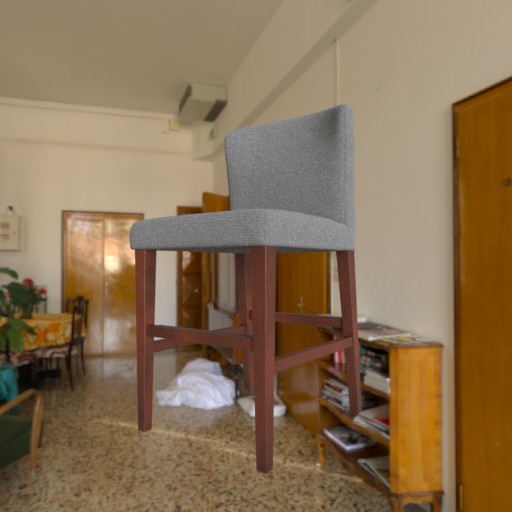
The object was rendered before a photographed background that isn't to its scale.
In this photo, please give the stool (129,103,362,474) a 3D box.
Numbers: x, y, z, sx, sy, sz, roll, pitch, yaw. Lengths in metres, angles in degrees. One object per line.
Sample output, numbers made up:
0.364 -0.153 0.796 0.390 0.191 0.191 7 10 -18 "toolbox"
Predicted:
0.000 0.000 1.313 0.479 0.968 0.568 -1 -1 36 "stool"
